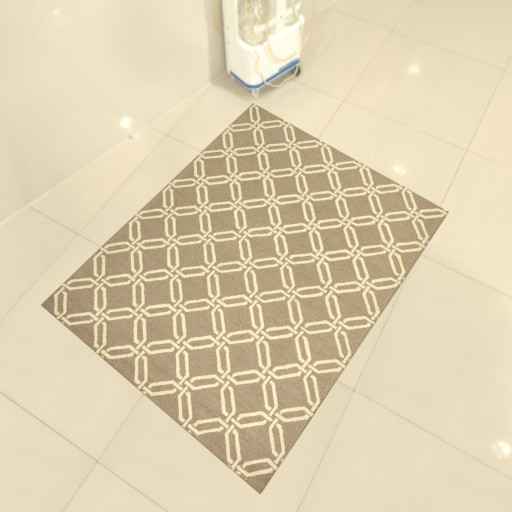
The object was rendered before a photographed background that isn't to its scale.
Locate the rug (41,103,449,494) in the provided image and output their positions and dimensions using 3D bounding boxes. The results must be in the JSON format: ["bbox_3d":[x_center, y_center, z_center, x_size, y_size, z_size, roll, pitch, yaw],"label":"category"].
[{"bbox_3d":[0.000,0.000,3.888,2.288,0.018,2.895,34,67,16],"label":"rug"}]
